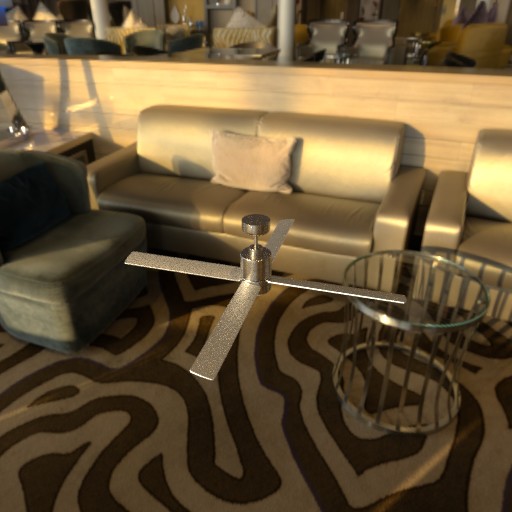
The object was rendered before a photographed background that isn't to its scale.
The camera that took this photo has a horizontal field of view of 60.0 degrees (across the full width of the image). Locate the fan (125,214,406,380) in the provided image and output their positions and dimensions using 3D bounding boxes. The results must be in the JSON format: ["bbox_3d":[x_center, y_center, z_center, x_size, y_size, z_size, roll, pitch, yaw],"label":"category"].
[{"bbox_3d":[0.000,0.000,1.983,1.322,0.355,1.322,8,30,14],"label":"fan"}]
